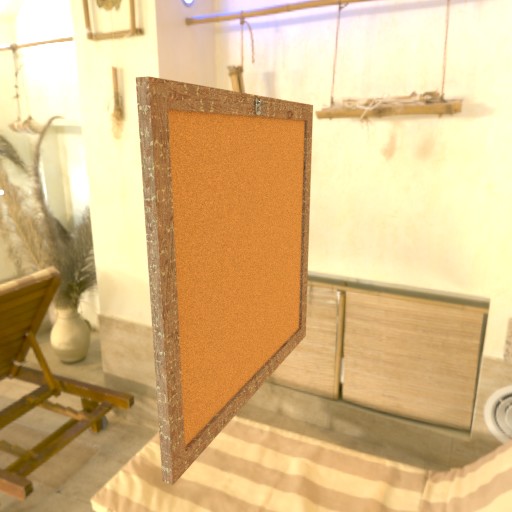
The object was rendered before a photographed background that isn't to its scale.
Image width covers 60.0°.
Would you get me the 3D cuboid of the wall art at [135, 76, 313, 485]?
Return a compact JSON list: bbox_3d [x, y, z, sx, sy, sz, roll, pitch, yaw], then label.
[{"bbox_3d":[0.000,0.000,0.556,0.022,0.380,0.380,7,17,25],"label":"wall art"}]
